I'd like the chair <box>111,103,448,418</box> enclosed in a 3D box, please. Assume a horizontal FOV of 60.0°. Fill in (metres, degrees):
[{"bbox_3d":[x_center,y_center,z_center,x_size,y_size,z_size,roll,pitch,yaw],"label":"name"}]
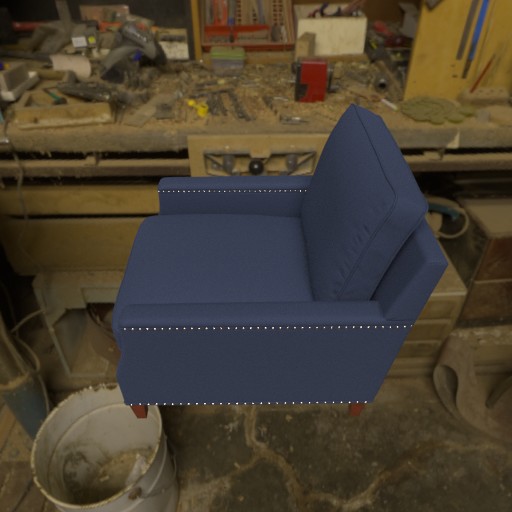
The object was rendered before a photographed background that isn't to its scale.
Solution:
[{"bbox_3d":[0.000,0.000,1.693,1.014,0.943,0.853,0,41,-1],"label":"chair"}]
